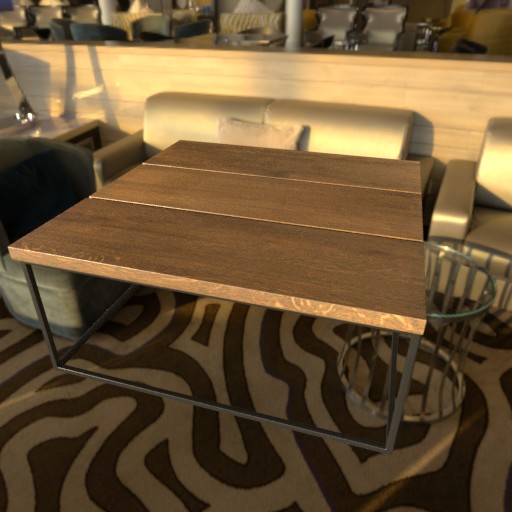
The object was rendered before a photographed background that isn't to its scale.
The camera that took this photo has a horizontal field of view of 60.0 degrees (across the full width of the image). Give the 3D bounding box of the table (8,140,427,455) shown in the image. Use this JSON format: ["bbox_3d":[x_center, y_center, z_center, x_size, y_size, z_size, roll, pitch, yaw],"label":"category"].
[{"bbox_3d":[0.000,0.000,1.361,0.900,0.400,0.900,9,32,15],"label":"table"}]
